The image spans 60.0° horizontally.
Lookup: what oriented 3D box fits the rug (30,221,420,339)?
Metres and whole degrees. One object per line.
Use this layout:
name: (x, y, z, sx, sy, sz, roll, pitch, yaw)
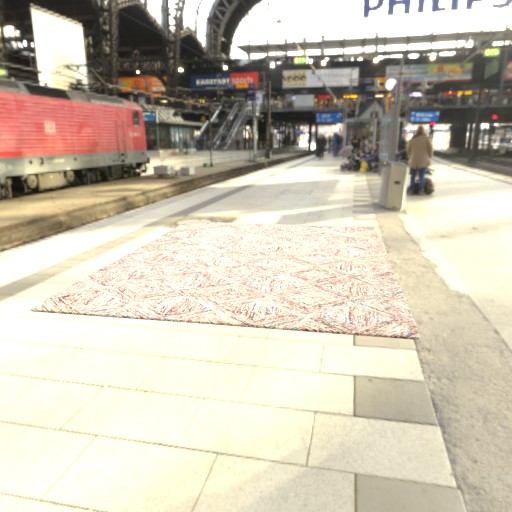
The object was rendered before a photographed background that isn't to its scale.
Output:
rug: (0.000, 0.000, 4.177, 2.436, 0.024, 3.226, 3, 15, 10)
